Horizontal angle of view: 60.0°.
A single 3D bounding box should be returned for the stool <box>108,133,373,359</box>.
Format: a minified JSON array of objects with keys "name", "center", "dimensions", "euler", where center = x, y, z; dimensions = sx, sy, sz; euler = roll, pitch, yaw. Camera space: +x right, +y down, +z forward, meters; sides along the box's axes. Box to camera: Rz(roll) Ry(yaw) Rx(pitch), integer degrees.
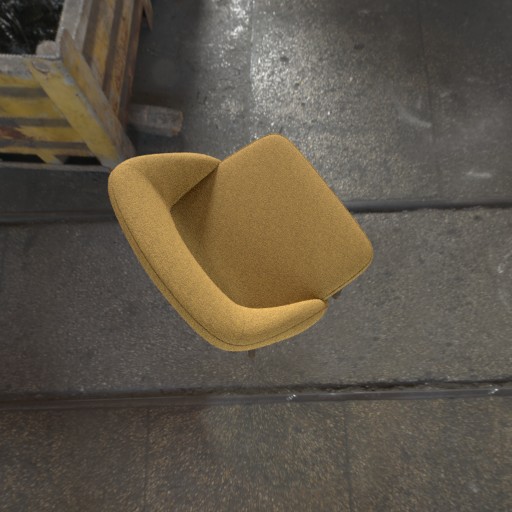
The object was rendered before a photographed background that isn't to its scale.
[{"name":"stool","center":[0.000,0.000,1.349],"dimensions":[0.522,1.032,0.536],"euler":[-34,78,-8]}]
